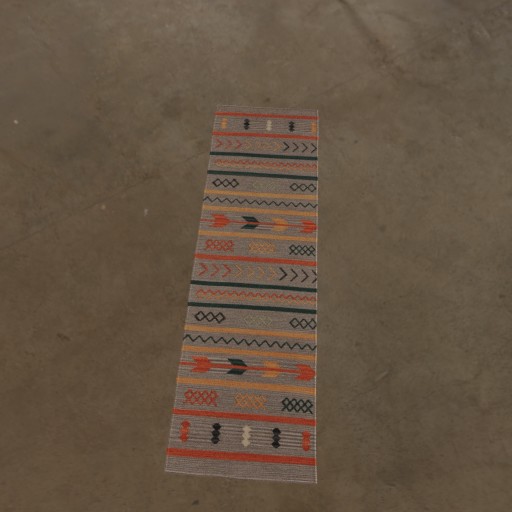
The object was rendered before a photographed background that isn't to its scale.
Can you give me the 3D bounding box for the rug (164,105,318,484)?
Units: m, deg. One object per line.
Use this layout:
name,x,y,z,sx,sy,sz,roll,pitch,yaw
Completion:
rug,0.000,0.000,2.675,0.744,0.022,2.419,3,63,2
